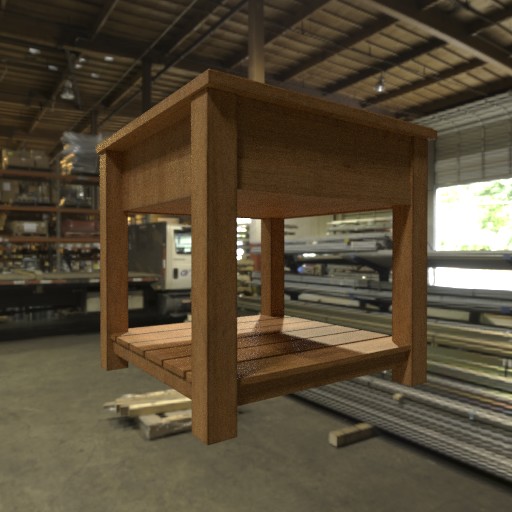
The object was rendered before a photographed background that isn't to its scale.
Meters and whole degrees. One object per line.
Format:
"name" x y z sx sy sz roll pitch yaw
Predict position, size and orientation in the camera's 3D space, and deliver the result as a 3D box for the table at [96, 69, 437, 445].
"table" 0.000 0.000 1.112 0.612 0.593 0.616 -1 1 -35
